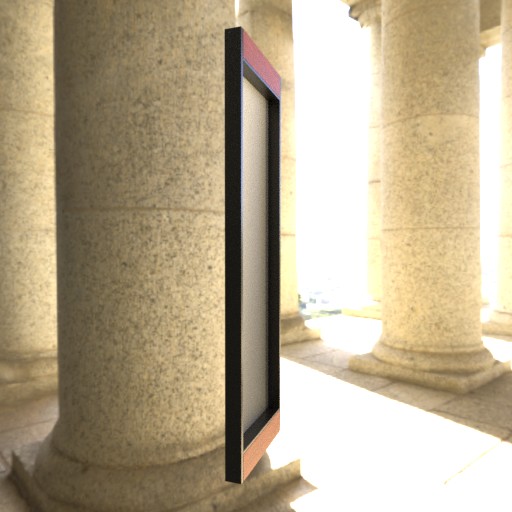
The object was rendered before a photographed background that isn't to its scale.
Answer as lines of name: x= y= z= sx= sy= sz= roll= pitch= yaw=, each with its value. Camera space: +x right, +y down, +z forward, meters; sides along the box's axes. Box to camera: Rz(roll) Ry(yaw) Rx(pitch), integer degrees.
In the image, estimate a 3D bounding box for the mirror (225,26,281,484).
mirror: x=0.000 y=0.000 z=1.254 sx=0.047 sy=1.123 sz=0.343 roll=0 pitch=1 yaw=20
